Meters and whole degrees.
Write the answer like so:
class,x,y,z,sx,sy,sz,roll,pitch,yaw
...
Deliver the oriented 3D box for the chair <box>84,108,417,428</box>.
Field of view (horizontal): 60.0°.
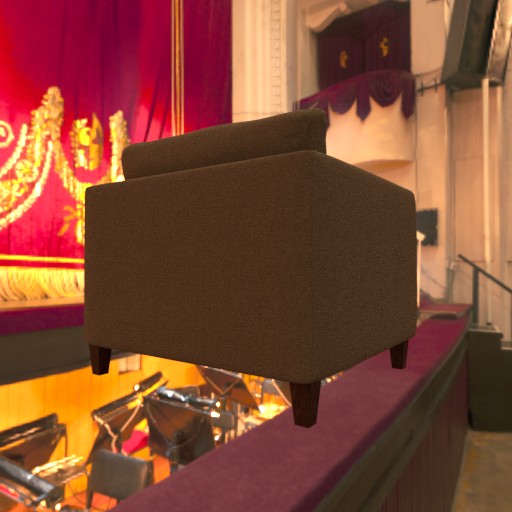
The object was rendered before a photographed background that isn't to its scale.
class,x,y,z,sx,sy,sz,roll,pitch,yaw
chair,0.000,0.000,1.869,1.107,0.963,0.959,0,-1,36
